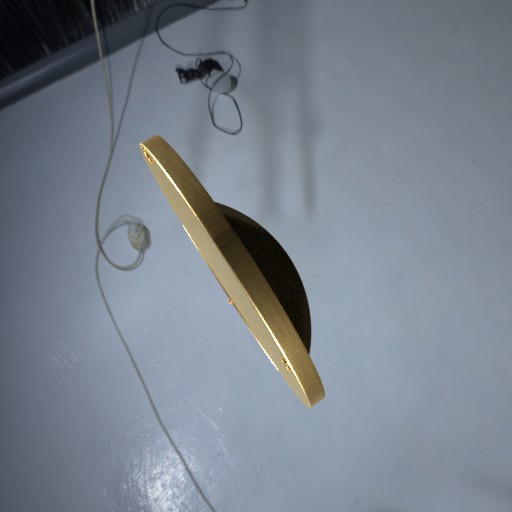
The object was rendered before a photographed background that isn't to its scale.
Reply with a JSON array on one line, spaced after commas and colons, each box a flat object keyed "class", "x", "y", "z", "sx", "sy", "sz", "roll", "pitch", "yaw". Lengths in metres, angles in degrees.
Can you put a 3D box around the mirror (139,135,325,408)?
[{"class": "mirror", "x": 0.000, "y": 0.000, "z": 0.692, "sx": 0.133, "sy": 0.457, "sz": 0.457, "roll": -33, "pitch": 77, "yaw": -8}]
